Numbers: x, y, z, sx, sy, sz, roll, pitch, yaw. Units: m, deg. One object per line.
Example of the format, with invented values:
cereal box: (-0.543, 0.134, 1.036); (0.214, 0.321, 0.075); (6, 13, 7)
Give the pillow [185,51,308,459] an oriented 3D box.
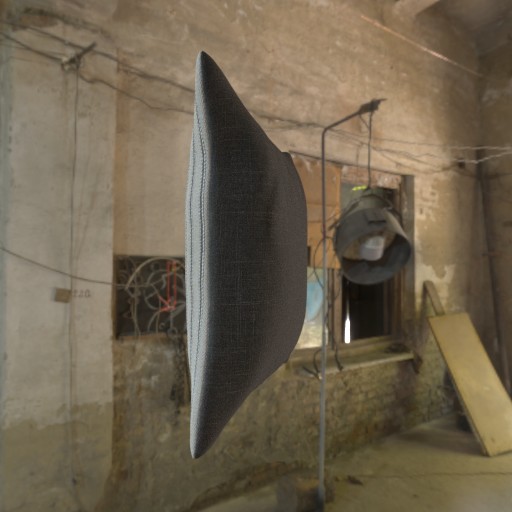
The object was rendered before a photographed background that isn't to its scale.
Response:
pillow: (0.000, 0.000, 0.703); (0.138, 0.444, 0.468); (0, -1, 16)
